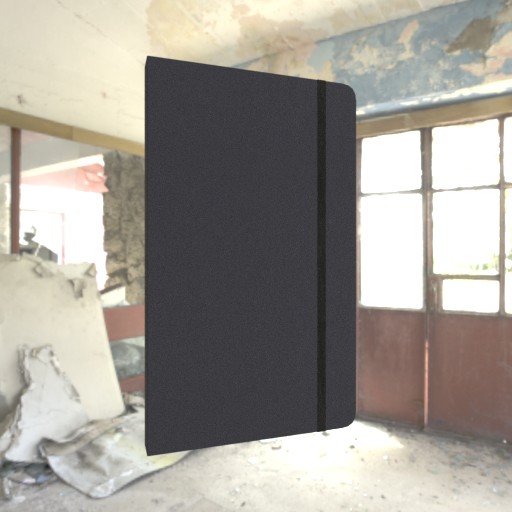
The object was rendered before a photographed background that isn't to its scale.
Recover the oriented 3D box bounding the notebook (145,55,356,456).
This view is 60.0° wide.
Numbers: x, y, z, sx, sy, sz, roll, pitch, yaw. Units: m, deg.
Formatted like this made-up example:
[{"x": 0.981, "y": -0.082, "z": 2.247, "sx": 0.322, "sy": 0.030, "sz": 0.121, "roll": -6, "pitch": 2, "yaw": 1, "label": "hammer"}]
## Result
[{"x": 0.000, "y": 0.000, "z": 0.262, "sx": 0.127, "sy": 0.213, "sz": 0.016, "roll": 0, "pitch": 0, "yaw": -19, "label": "notebook"}]
